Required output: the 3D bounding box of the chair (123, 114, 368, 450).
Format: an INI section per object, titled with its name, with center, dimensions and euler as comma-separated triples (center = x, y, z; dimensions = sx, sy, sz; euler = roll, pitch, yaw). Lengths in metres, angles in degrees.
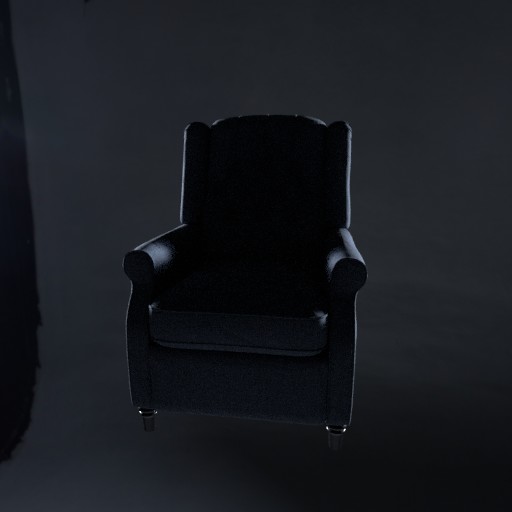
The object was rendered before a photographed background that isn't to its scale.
[chair]
center = 0.000, 0.000, 1.640
dimensions = 0.742, 1.035, 0.898
euler = 2, 15, 8
